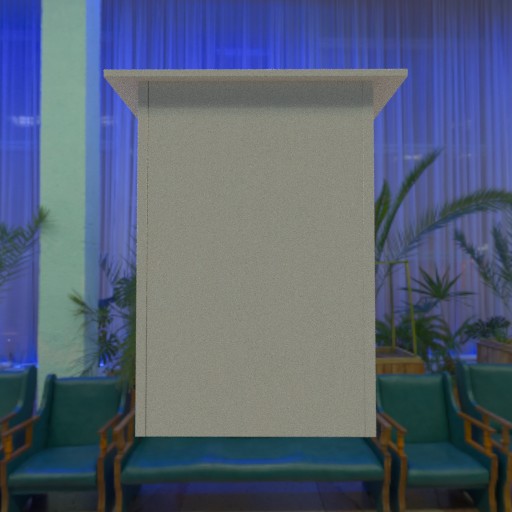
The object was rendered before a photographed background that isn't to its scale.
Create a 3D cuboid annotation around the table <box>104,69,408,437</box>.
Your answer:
[{"bbox_3d":[0.000,0.000,1.051,0.589,0.711,0.406,0,-2,0],"label":"table"}]
